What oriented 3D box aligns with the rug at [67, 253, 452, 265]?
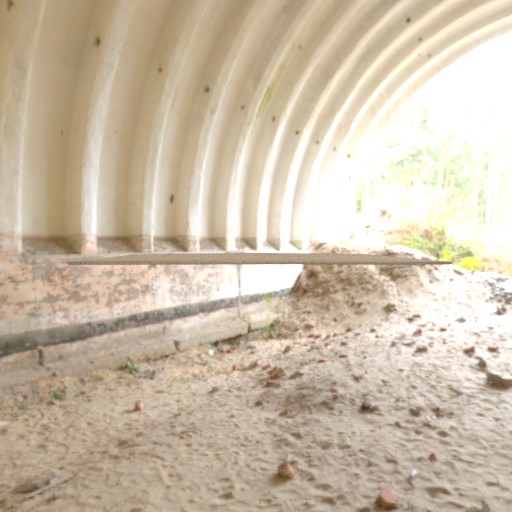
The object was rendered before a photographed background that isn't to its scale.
[{"bbox_3d":[0.000,0.000,2.962,1.574,0.029,2.346,0,1,-1],"label":"rug"}]
